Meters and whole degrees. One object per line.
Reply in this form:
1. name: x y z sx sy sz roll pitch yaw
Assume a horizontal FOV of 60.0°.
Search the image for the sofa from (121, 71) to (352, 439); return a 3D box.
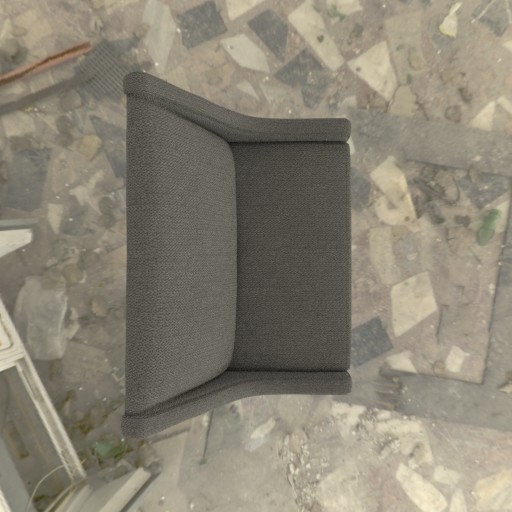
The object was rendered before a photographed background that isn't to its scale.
1. sofa: 0.000 0.000 1.943 0.873 1.022 1.242 0 89 1
